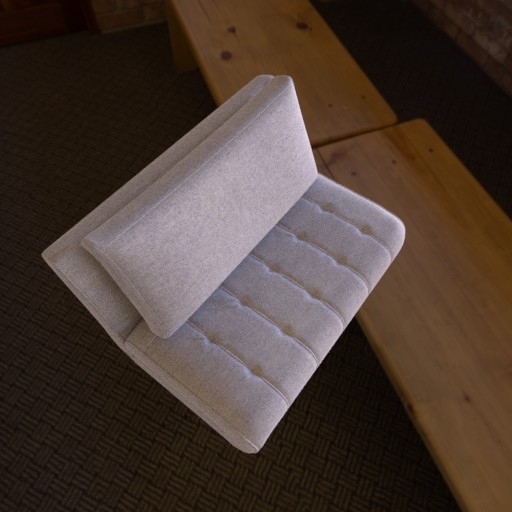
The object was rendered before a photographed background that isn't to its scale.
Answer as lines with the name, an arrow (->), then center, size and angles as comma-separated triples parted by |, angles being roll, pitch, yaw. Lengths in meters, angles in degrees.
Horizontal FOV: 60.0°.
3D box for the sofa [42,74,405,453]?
sofa -> 0.000, 0.000, 1.866 | 0.910, 0.910, 1.220 | 33, 63, 19
